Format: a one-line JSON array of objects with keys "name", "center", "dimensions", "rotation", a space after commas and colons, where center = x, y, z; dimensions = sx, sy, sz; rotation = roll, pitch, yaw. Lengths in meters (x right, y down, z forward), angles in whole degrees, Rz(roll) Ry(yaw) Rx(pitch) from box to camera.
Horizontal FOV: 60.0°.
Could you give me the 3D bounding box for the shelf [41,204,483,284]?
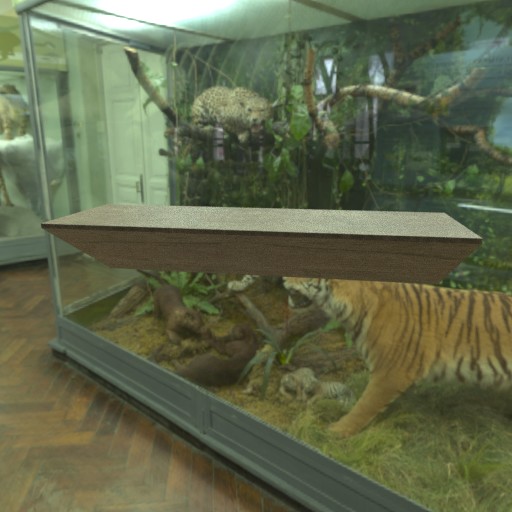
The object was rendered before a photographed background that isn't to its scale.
[{"name": "shelf", "center": [0.000, 0.000, 0.715], "dimensions": [0.610, 0.125, 0.200], "rotation": [2, 15, 9]}]
